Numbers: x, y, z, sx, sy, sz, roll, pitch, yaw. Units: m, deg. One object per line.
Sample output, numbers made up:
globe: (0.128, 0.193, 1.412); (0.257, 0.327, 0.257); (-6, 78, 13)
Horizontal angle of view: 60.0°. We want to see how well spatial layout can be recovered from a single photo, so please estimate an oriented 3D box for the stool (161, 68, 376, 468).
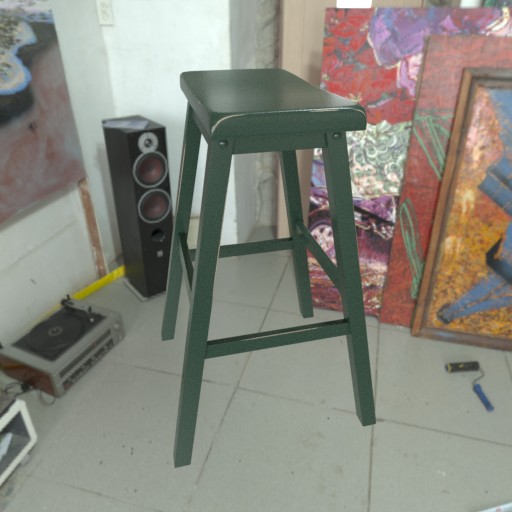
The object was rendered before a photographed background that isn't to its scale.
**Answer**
stool: (0.000, 0.000, 1.013); (0.476, 0.737, 0.457); (-7, 31, -12)
